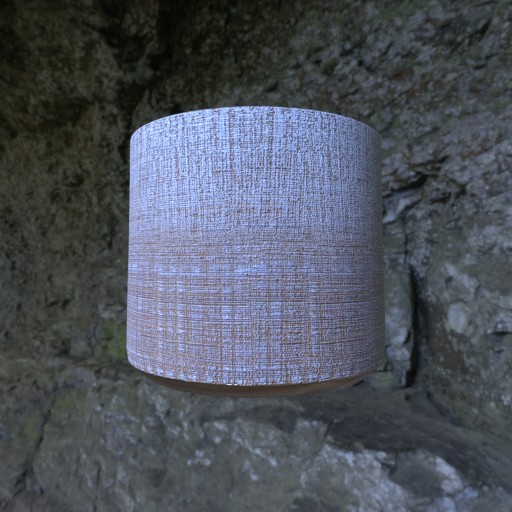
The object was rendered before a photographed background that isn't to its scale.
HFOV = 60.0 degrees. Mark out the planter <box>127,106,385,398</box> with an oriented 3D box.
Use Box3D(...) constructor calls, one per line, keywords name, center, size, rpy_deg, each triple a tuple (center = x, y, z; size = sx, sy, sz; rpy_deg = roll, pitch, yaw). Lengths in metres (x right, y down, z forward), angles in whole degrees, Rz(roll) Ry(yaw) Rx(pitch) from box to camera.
Box3D(name="planter", center=(0.000, 0.000, 0.195), size=(0.109, 0.096, 0.109), rpy_deg=(0, -1, 0))
